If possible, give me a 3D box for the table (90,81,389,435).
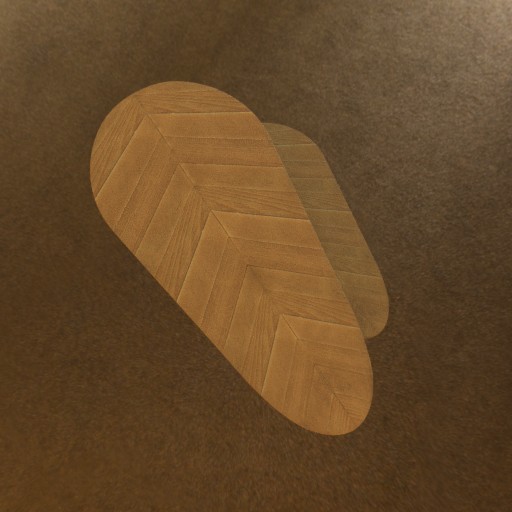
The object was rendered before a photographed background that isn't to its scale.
[{"bbox_3d":[0.000,0.000,1.583,0.701,0.595,1.190,-33,79,-7],"label":"table"}]
